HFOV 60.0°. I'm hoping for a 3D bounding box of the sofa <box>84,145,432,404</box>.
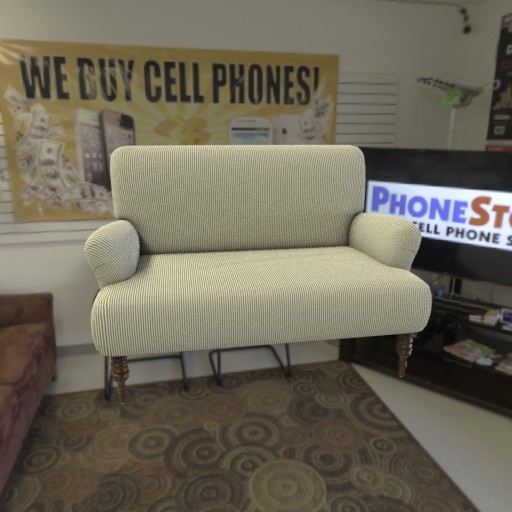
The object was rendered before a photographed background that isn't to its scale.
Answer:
[{"bbox_3d":[0.000,0.000,1.860,1.297,0.889,0.779,-3,15,-10],"label":"sofa"}]
